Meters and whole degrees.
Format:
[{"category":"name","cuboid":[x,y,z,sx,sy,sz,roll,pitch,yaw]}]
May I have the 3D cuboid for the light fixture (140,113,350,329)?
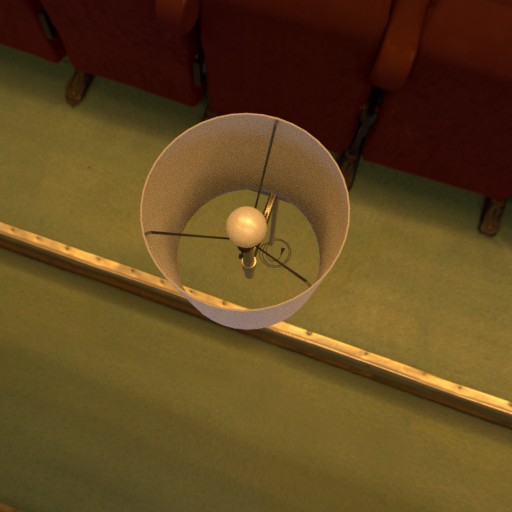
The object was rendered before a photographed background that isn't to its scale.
[{"category":"light fixture","cuboid":[0.000,0.000,0.689,0.188,0.589,0.248,18,77,5]}]
